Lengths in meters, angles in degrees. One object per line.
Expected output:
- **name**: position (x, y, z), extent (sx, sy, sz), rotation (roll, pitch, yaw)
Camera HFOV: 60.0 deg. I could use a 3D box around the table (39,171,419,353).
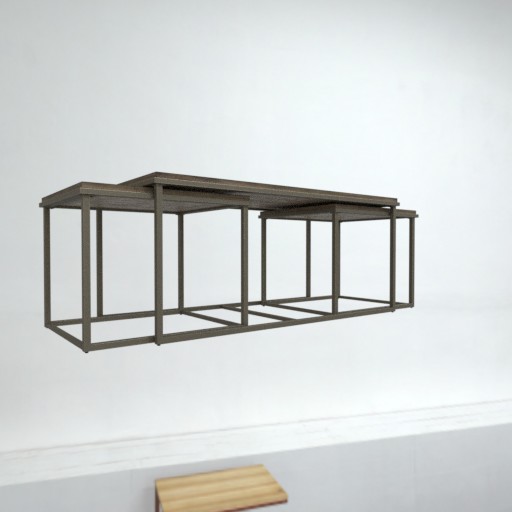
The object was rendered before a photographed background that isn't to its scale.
- **table**: position (0.000, 0.000, 1.560), extent (1.312, 0.427, 0.489), rotation (-1, 1, -37)
